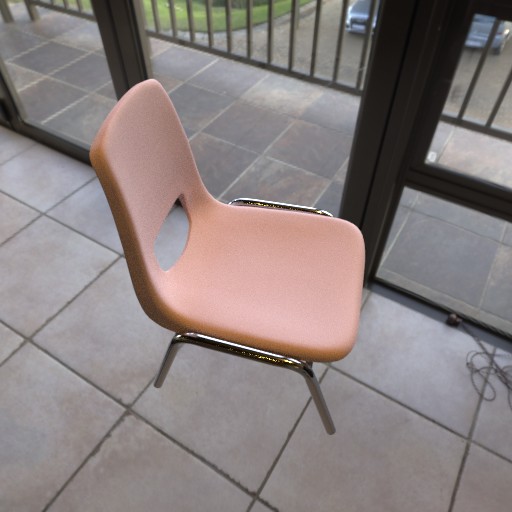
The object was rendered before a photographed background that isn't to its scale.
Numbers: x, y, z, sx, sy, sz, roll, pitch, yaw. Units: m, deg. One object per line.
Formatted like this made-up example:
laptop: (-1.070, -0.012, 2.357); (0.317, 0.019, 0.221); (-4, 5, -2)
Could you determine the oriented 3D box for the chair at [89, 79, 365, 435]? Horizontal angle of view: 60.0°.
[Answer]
chair: (0.000, 0.000, 0.767); (0.385, 0.536, 0.354); (10, 50, 9)
